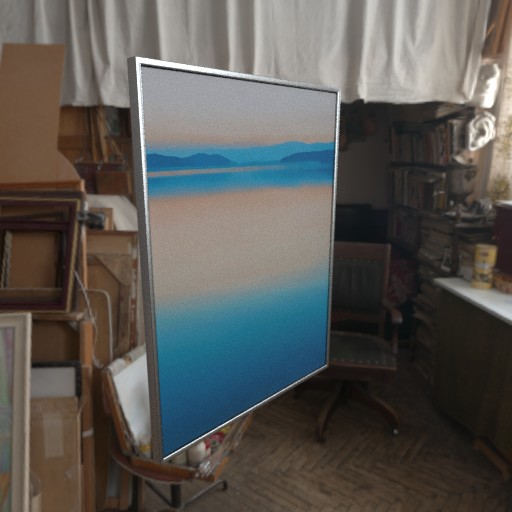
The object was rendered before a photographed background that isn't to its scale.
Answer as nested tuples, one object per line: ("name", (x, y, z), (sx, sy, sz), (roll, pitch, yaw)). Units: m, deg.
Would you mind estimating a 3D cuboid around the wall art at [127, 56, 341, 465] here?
("wall art", (0.000, 0.000, 1.399), (0.037, 1.062, 0.801), (13, 19, 43))
